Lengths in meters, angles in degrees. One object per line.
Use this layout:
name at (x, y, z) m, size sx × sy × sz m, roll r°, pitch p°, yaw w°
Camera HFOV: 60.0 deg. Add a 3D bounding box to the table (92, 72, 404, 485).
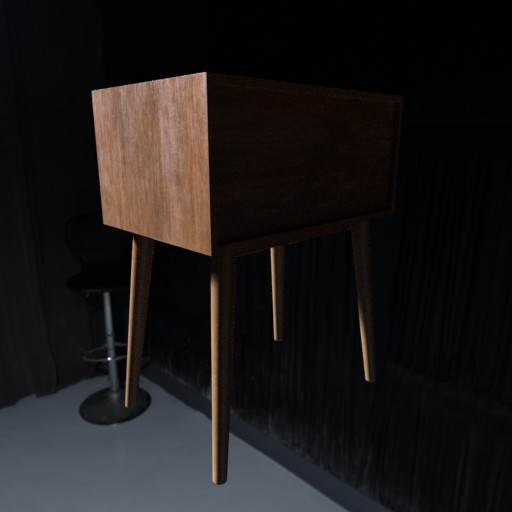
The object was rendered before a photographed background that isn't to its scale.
table at (0.000, 0.000, 0.842) m, size 0.454 × 0.580 × 0.307 m, roll -14°, pitch 20°, yaw -42°
